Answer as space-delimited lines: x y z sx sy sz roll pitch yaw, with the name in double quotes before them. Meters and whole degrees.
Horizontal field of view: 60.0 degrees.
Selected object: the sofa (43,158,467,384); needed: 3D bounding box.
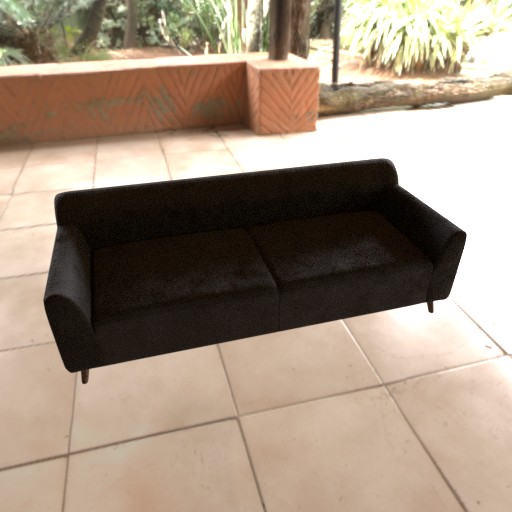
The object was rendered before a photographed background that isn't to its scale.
"sofa" 0.000 0.000 2.650 2.190 0.740 0.900 -9 33 -14
